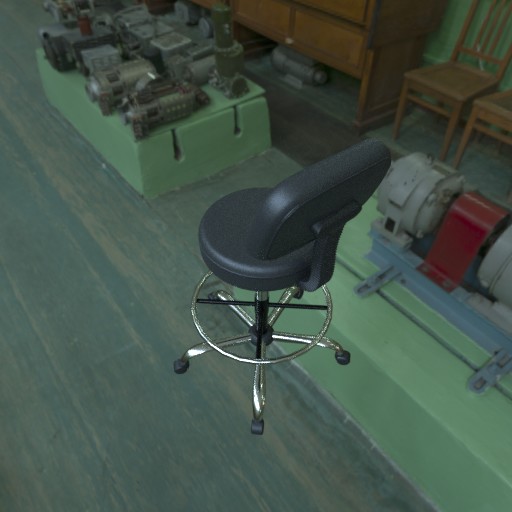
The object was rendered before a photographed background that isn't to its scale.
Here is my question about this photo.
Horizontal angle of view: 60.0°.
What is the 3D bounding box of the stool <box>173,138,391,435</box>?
[{"bbox_3d":[0.000,0.000,1.517,0.694,1.069,0.658,-30,53,-26],"label":"stool"}]
